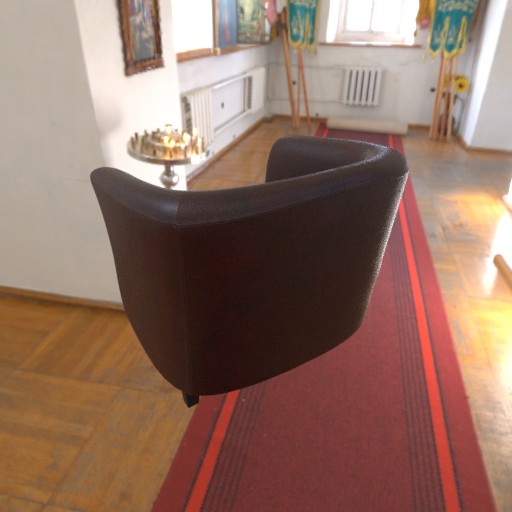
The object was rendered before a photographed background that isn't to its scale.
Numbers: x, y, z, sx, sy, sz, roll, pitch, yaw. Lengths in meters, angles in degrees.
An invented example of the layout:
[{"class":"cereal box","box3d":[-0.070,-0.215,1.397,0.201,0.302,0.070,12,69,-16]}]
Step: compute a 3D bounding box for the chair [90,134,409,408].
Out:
[{"class":"chair","box3d":[0.000,0.000,1.409,0.792,0.756,0.727,-18,35,-28]}]
